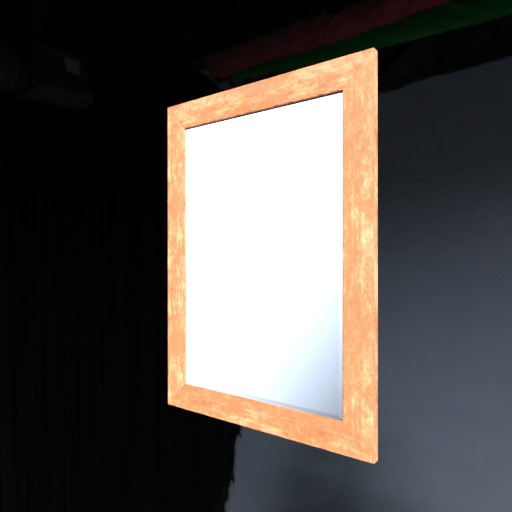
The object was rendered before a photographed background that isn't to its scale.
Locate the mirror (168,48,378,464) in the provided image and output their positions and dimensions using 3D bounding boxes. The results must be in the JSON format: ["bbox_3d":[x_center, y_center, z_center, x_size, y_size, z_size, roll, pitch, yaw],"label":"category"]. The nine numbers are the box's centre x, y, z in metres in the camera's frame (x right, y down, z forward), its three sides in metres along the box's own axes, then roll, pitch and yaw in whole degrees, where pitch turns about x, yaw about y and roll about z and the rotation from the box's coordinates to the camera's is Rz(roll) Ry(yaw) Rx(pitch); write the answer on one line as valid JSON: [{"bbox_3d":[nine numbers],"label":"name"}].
[{"bbox_3d":[0.000,0.000,1.415,0.796,1.099,0.028,0,0,37],"label":"mirror"}]
